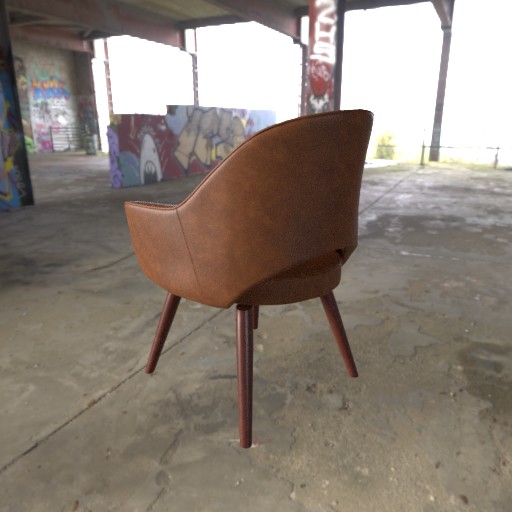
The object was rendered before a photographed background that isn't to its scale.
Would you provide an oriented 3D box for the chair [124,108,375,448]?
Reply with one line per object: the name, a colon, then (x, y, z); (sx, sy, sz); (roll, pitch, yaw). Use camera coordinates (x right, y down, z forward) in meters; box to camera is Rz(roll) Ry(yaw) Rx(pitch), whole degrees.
chair: (0.000, 0.000, 1.249); (0.591, 0.777, 0.640); (-15, 23, -41)
